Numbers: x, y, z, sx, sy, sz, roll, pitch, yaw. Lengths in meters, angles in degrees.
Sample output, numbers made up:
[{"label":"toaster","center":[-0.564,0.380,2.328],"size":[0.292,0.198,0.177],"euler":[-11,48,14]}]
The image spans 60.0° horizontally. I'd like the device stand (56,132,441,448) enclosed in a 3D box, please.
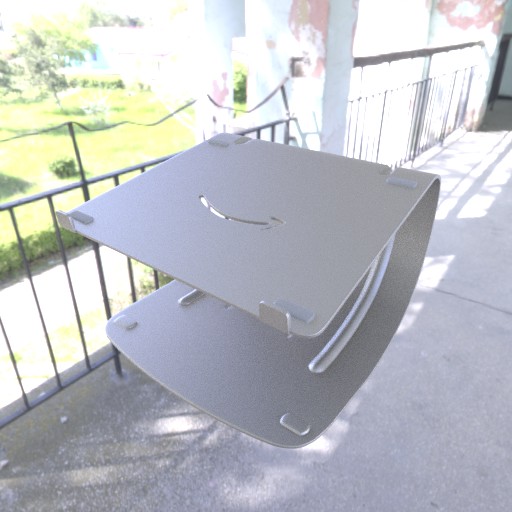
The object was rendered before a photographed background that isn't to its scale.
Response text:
[{"label":"device stand","center":[0.000,0.000,0.404],"size":[0.256,0.155,0.236],"euler":[21,35,33]}]
